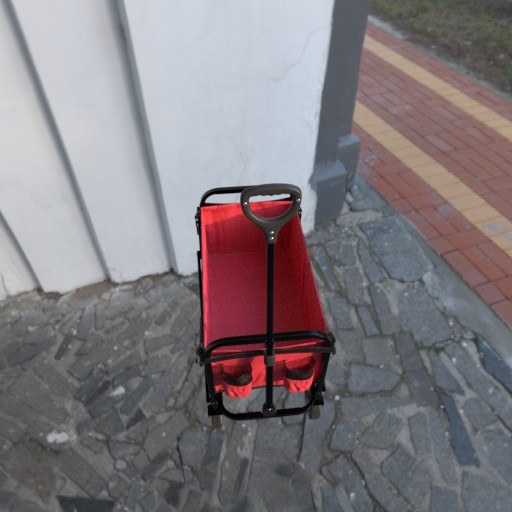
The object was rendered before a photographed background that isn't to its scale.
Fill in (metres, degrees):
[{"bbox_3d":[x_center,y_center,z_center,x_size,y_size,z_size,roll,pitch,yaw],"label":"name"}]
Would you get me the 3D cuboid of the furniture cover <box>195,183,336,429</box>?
[{"bbox_3d":[0.000,0.000,1.808,0.532,1.295,1.038,-4,47,-4],"label":"furniture cover"}]
